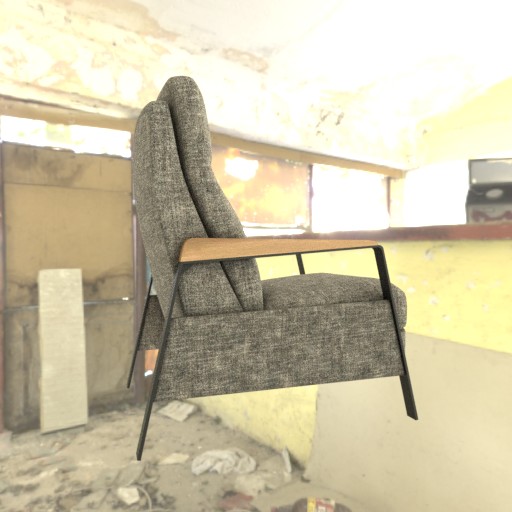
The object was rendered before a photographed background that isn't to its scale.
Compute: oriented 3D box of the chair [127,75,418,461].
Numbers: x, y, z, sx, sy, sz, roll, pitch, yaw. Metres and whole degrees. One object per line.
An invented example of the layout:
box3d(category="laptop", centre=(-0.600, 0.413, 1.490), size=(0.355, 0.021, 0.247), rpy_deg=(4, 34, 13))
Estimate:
box3d(category="chair", centre=(0.000, 0.000, 1.586), size=(0.868, 1.042, 0.671), rpy_deg=(0, 1, -18))
